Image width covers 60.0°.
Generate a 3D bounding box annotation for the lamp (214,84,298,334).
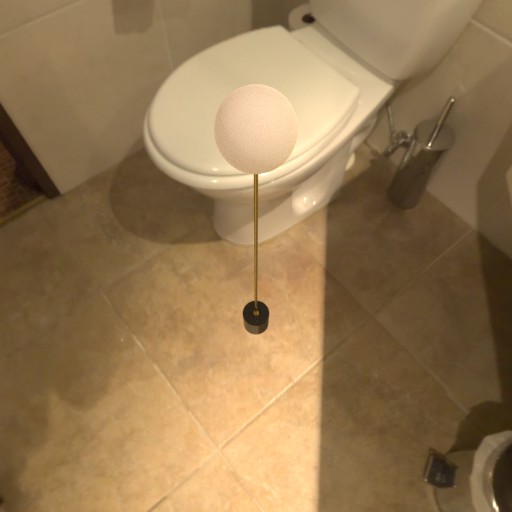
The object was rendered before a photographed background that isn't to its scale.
[{"bbox_3d":[0.000,0.000,1.881,0.229,1.748,0.229,12,64,6],"label":"lamp"}]
